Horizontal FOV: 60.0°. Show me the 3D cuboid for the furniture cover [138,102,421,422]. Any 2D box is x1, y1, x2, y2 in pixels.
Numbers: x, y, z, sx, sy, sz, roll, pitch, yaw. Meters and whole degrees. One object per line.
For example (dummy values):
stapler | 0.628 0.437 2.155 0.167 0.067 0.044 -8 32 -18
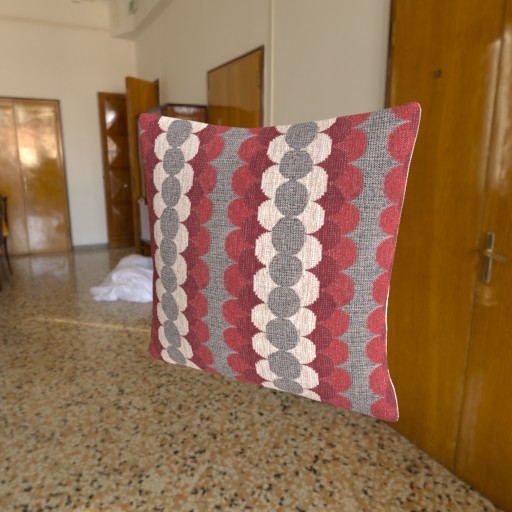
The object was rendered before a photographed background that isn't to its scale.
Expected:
furniture cover | 0.000 0.000 0.655 0.435 0.420 0.145 7 14 27
